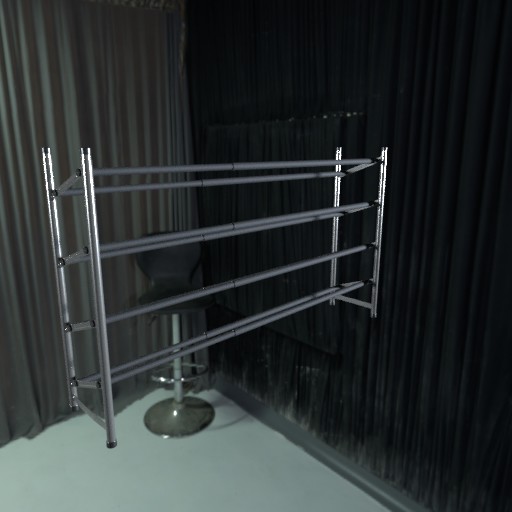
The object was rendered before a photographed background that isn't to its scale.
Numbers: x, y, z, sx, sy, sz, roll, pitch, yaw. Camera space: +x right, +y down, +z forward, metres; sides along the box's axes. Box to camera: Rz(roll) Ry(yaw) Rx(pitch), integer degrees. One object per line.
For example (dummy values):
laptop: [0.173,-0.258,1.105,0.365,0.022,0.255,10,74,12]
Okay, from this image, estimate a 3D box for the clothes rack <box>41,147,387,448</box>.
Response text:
clothes rack: [0.000,0.000,1.410,1.168,0.672,0.229,-13,19,-43]
